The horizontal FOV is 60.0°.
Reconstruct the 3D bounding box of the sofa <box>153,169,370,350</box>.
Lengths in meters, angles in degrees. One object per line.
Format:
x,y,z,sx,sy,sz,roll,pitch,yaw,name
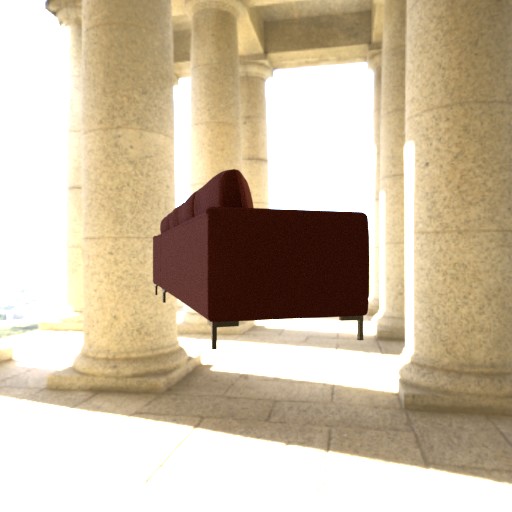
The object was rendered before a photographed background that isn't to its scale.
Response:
0.000,0.000,3.455,1.350,0.810,2.932,0,0,-18,sofa
